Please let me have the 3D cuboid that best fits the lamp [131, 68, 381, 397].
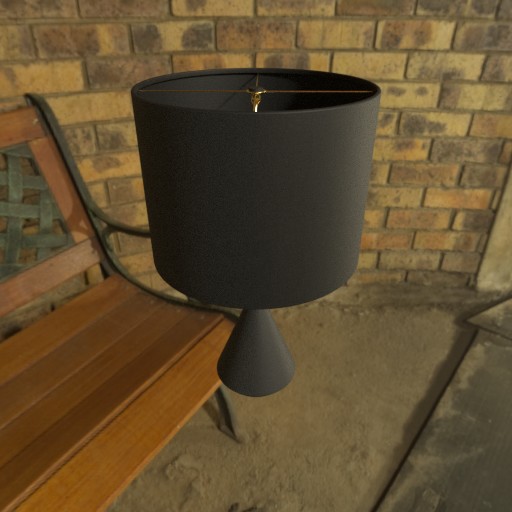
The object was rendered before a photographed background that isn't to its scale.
[{"bbox_3d":[0.000,0.000,0.799,0.359,0.584,0.359,1,30,1],"label":"lamp"}]
